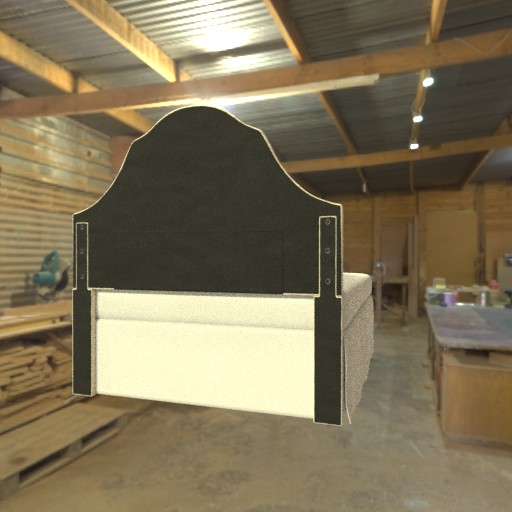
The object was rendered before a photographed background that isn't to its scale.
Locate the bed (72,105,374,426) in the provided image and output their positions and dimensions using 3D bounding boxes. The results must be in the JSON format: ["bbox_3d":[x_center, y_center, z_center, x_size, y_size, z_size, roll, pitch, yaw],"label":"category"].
[{"bbox_3d":[0.000,0.000,3.284,1.627,1.575,2.092,0,0,18],"label":"bed"}]
